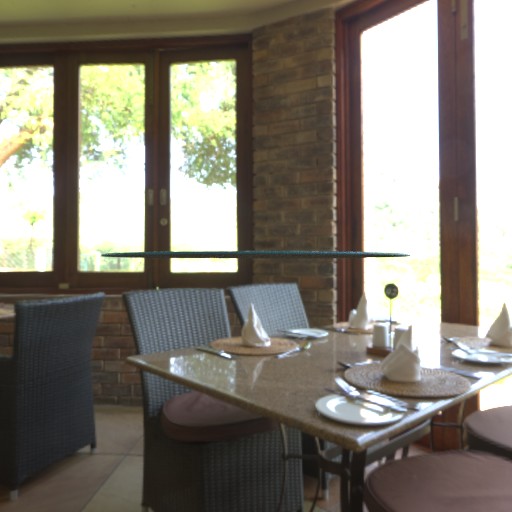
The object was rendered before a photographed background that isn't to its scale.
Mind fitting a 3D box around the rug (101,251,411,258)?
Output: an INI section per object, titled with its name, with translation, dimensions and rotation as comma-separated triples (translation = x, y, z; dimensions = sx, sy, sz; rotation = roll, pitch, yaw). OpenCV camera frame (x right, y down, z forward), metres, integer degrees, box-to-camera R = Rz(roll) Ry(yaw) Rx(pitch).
[rug]
translation = 0.000, 0.000, 2.413
dimensions = 1.593, 0.012, 1.593
rotation = 0, -1, 0
